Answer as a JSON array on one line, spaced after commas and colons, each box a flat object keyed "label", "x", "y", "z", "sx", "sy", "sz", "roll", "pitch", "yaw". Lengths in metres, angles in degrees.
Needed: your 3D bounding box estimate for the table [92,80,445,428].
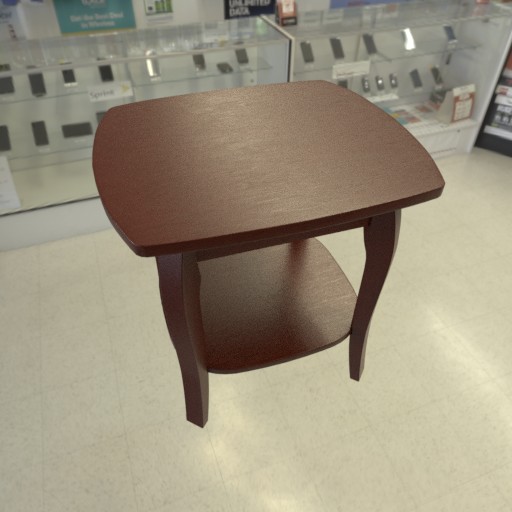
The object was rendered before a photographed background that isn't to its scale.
[{"label": "table", "x": 0.000, "y": 0.000, "z": 0.869, "sx": 0.502, "sy": 0.496, "sz": 0.433, "roll": -12, "pitch": 44, "yaw": -13}]
